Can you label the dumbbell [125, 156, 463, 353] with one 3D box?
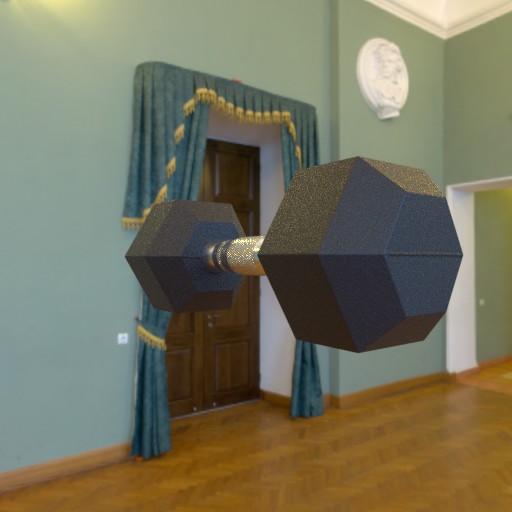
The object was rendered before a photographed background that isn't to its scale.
[{"bbox_3d":[0.000,0.000,0.418,0.141,0.123,0.356,0,0,-37],"label":"dumbbell"}]
